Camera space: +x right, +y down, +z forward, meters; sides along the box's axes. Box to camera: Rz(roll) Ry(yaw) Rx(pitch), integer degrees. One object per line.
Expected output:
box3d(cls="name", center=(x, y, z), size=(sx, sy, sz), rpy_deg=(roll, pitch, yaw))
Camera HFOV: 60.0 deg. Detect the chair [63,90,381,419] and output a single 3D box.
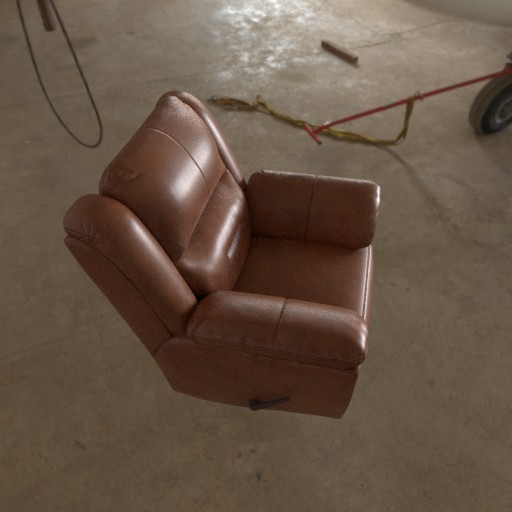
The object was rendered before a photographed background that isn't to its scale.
box3d(cls="chair", center=(0.000, 0.000, 1.883), size=(1.041, 1.093, 0.990), rpy_deg=(10, 48, 9))
